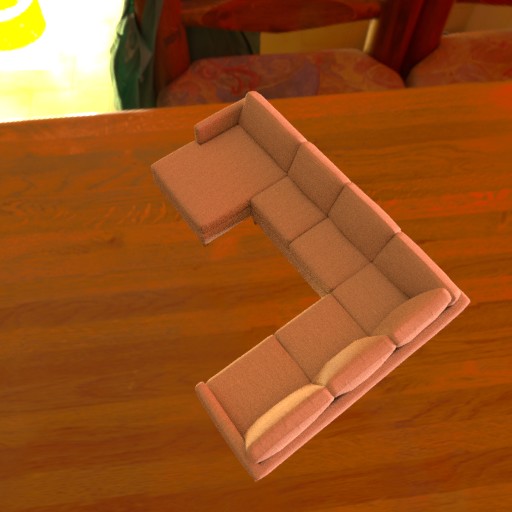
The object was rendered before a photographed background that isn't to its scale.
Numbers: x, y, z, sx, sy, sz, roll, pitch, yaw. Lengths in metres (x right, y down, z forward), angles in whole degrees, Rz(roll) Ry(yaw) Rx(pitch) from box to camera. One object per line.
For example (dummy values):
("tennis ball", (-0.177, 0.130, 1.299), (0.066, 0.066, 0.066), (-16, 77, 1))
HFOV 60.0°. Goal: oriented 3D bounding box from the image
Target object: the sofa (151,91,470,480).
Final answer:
("sofa", (0.000, 0.000, 4.702), (2.594, 0.961, 3.460), (-34, 68, -16))
